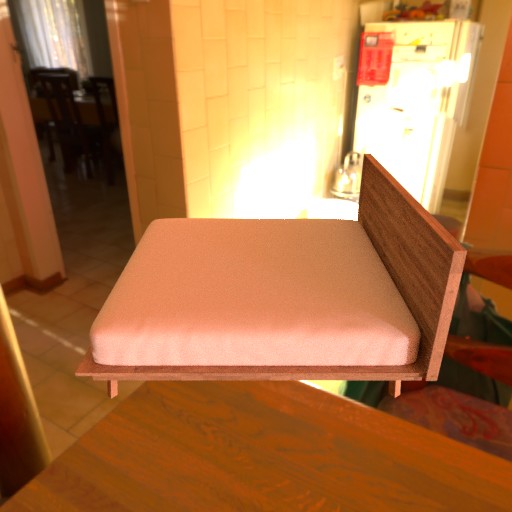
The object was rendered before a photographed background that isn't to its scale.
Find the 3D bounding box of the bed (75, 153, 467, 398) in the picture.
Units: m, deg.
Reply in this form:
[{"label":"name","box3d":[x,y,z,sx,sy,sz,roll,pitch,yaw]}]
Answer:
[{"label":"bed","box3d":[0.000,0.000,3.449,2.167,1.100,2.116,0,26,0]}]
